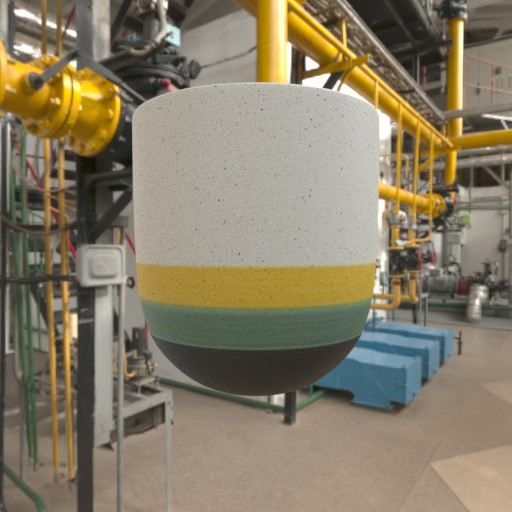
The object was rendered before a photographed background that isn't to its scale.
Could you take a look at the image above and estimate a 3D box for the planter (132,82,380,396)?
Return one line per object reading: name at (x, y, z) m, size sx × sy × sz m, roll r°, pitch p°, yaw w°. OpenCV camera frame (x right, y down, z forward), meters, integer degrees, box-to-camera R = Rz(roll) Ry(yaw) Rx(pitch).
planter at (0.000, 0.000, 0.365) m, size 0.195 × 0.214 × 0.195 m, roll 0°, pitch 1°, yaw 0°
